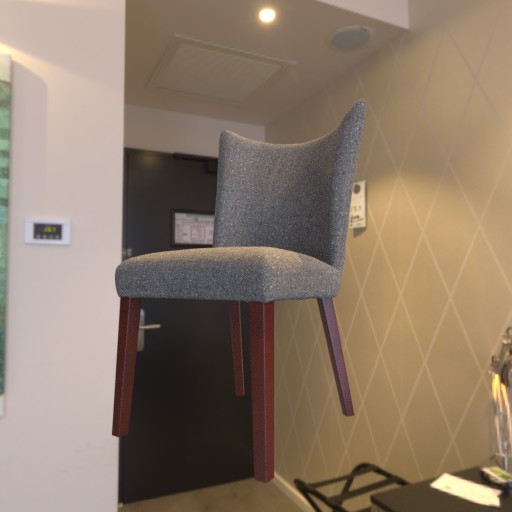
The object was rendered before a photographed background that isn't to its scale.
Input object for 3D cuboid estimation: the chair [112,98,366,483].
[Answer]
[{"bbox_3d":[0.000,0.000,1.269,0.535,0.924,0.623,-2,-3,34],"label":"chair"}]
